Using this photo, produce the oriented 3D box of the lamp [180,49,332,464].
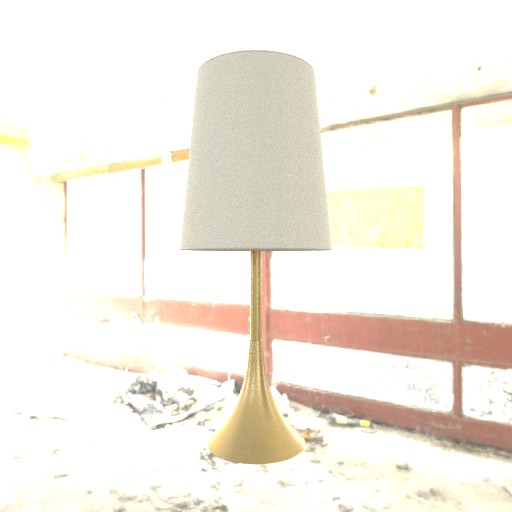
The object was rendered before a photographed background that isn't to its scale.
[{"bbox_3d":[0.000,0.000,0.680,0.231,0.569,0.231,0,0,0],"label":"lamp"}]
